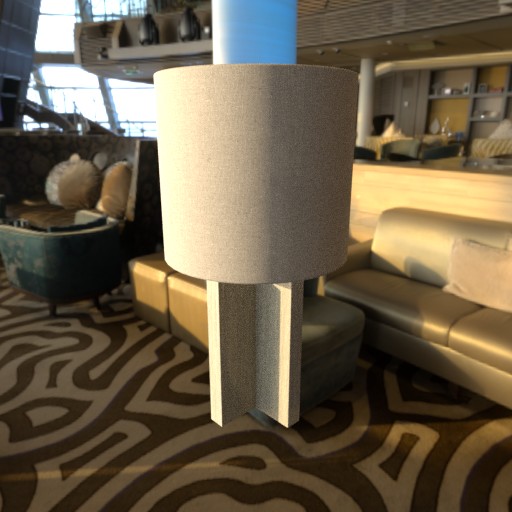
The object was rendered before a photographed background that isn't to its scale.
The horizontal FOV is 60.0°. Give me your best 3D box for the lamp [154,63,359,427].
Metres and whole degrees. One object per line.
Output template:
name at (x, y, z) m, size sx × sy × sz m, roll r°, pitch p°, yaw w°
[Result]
lamp at (0.000, 0.000, 0.567) m, size 0.229 × 0.428 × 0.229 m, roll -15°, pitch 23°, yaw -41°
